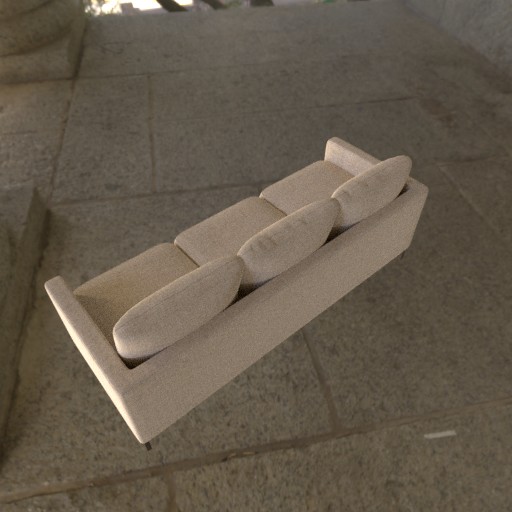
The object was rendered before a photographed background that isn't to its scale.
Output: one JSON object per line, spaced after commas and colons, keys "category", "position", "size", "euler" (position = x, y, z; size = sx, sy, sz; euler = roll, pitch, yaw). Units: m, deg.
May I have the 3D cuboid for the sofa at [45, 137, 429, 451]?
{"category": "sofa", "position": [0.000, 0.000, 2.732], "size": [2.218, 0.874, 0.859], "euler": [-31, 54, -27]}
